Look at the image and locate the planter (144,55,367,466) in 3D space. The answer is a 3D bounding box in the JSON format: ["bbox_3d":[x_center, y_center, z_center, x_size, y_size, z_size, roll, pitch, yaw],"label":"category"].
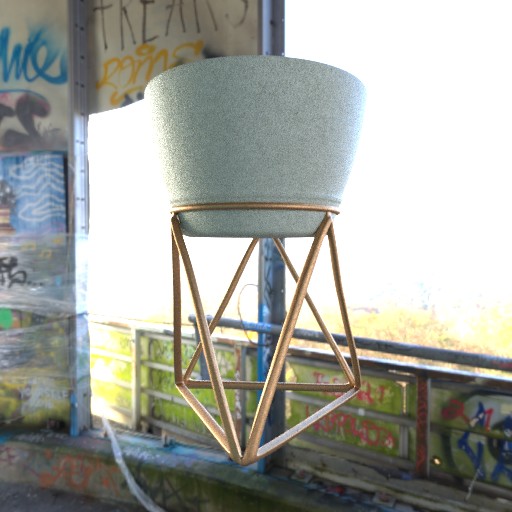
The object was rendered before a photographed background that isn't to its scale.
[{"bbox_3d":[0.000,0.000,0.725,0.350,0.504,0.350,1,2,36],"label":"planter"}]
